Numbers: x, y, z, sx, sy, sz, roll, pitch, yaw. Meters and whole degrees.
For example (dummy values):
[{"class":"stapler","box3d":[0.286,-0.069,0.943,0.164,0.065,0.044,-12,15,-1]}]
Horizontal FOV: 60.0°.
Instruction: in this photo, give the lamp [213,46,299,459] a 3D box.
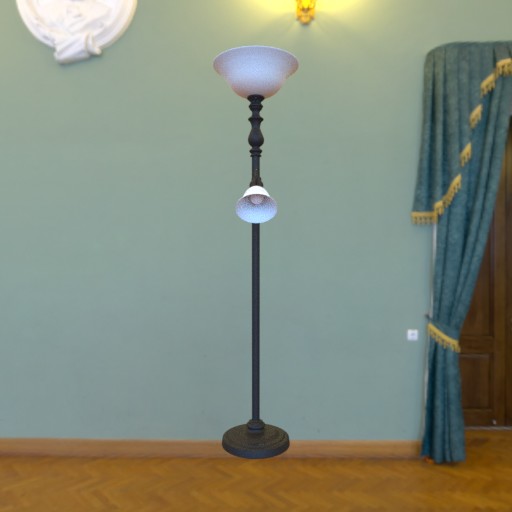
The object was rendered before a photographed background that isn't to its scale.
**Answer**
[{"class":"lamp","box3d":[0.000,0.000,2.003,0.405,1.793,0.588,0,0,-1]}]
